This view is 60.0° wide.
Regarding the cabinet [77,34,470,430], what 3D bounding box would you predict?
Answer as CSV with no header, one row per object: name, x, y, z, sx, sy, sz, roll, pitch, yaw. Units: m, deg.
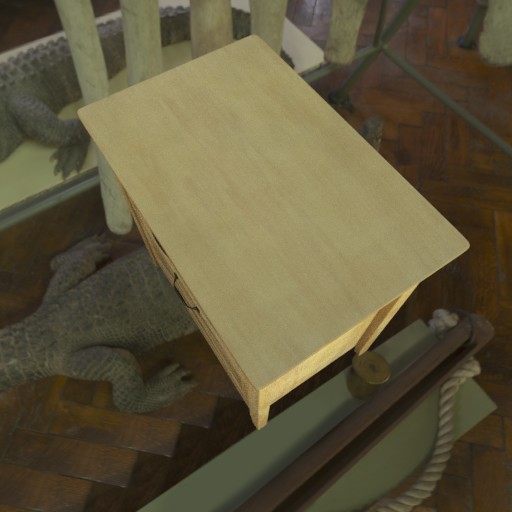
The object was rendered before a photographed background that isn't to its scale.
cabinet,0.000,0.000,1.277,0.503,0.762,0.763,-30,66,-15
